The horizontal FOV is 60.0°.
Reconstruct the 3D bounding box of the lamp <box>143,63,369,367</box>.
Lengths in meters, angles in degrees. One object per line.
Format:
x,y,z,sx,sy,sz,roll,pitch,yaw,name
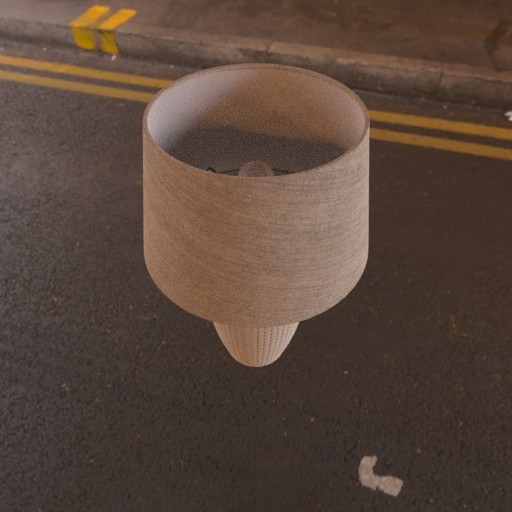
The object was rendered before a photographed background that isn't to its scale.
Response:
0.000,0.000,0.820,0.390,0.580,0.390,0,47,0,lamp
